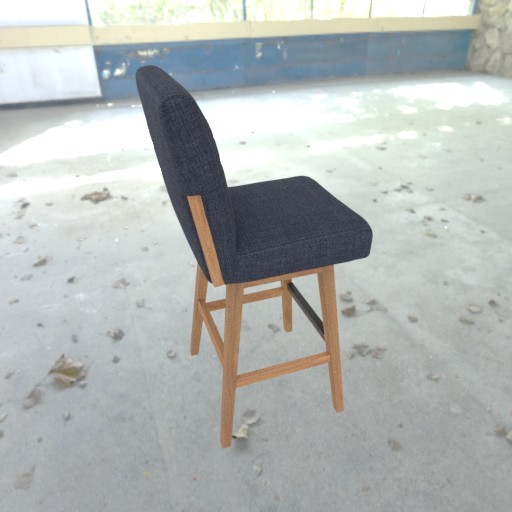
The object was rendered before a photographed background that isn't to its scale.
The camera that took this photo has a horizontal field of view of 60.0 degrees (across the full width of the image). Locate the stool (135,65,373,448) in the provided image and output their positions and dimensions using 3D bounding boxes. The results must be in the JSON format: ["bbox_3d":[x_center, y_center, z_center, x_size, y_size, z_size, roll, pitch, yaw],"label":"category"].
[{"bbox_3d":[0.000,0.000,1.407,0.570,1.112,0.483,-11,33,-17],"label":"stool"}]
